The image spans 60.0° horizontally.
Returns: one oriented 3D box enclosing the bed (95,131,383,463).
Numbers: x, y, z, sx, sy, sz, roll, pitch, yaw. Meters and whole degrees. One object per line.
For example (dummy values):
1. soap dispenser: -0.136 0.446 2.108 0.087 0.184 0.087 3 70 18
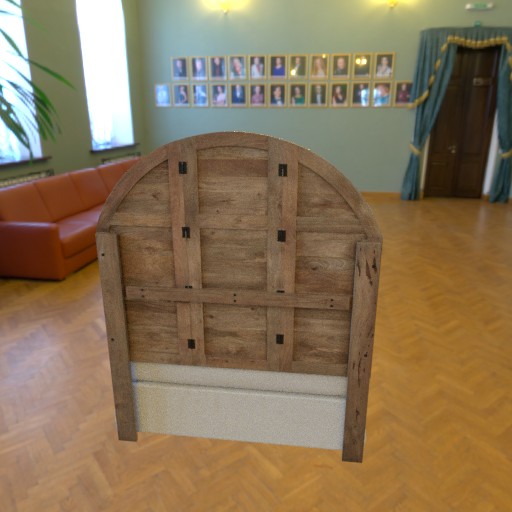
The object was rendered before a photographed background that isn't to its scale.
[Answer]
1. bed: 0.000 0.000 3.575 1.713 2.002 2.112 2 18 7
